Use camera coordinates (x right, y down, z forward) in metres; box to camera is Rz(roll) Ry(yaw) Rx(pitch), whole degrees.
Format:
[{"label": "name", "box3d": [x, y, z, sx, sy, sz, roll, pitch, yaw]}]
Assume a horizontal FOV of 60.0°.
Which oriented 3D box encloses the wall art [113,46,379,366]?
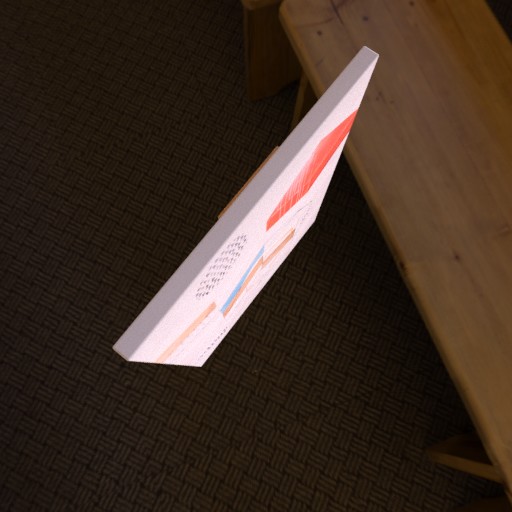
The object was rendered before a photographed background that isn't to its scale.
[{"label": "wall art", "box3d": [0.000, 0.000, 1.310, 0.045, 1.014, 0.759, 37, 78, 9]}]
